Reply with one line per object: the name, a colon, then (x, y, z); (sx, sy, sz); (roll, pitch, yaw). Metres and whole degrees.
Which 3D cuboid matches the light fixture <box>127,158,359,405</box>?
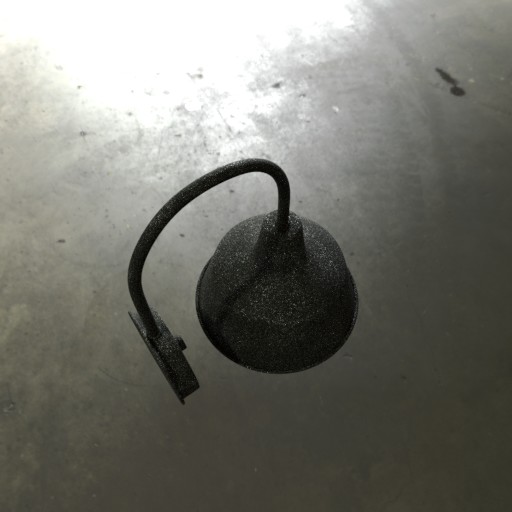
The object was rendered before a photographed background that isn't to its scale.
light fixture: (0.000, 0.000, 0.477); (0.283, 0.300, 0.216); (-30, 62, -18)
